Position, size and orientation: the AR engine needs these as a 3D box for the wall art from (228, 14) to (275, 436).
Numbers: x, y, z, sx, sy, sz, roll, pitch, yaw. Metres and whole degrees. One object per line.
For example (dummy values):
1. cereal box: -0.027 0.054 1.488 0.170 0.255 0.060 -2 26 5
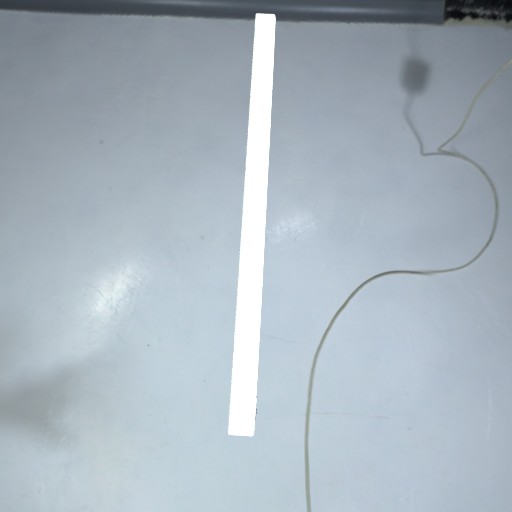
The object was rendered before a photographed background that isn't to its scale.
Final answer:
1. wall art: 0.000 0.000 1.120 0.042 0.760 0.760 3 75 1
